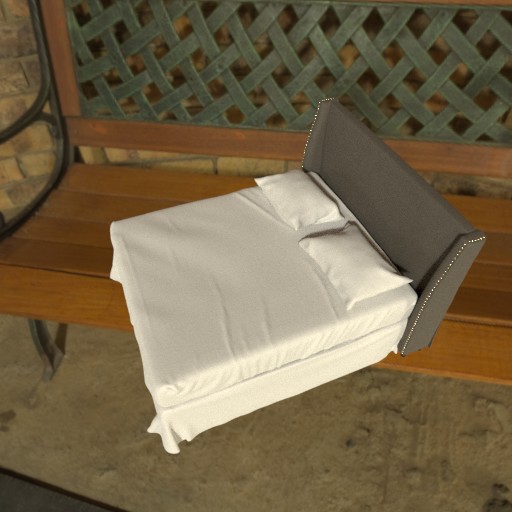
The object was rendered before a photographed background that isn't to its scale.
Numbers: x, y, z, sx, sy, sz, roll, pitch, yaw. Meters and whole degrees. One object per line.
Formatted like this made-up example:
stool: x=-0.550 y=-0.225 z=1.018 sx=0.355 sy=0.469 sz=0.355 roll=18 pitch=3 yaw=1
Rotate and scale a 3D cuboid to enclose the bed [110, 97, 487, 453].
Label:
bed: x=0.000 y=0.000 z=3.451 sx=2.276 sy=1.332 sz=1.925 roll=-17 pitch=49 yaw=-15
